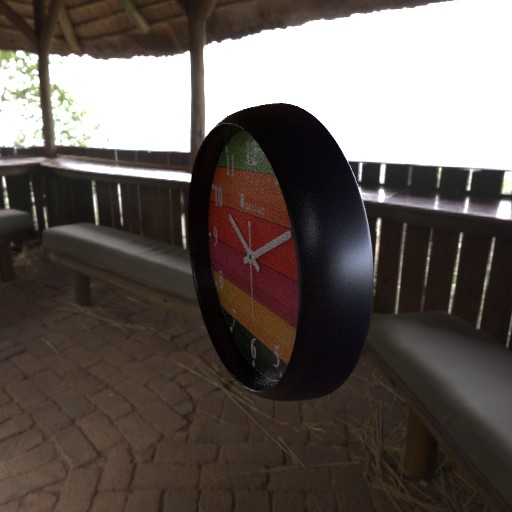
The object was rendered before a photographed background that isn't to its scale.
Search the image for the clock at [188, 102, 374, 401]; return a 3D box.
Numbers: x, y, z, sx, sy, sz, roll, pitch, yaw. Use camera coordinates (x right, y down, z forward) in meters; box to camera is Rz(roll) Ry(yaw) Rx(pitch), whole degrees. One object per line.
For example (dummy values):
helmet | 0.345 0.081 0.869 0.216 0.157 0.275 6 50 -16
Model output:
clock | 0.000 0.000 0.456 0.060 0.300 0.300 -8 18 -25
